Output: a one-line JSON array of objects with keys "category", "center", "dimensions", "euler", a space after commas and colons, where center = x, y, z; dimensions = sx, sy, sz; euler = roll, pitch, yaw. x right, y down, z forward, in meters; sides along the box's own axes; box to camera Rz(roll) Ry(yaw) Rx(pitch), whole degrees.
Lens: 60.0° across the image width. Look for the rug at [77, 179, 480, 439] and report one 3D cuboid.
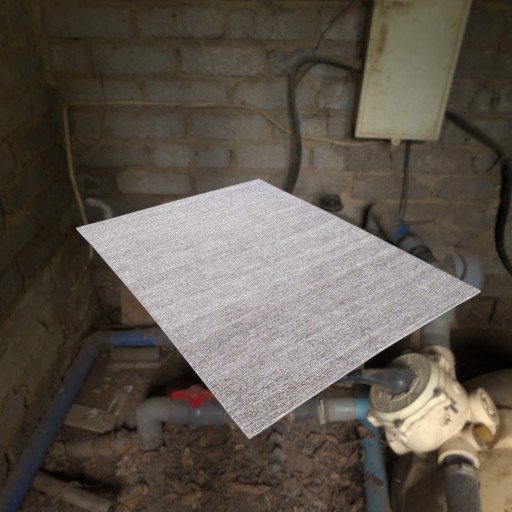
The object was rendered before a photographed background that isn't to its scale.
[{"category": "rug", "center": [0.000, 0.000, 4.252], "dimensions": [2.434, 0.045, 3.202], "euler": [-21, 37, -30]}]
